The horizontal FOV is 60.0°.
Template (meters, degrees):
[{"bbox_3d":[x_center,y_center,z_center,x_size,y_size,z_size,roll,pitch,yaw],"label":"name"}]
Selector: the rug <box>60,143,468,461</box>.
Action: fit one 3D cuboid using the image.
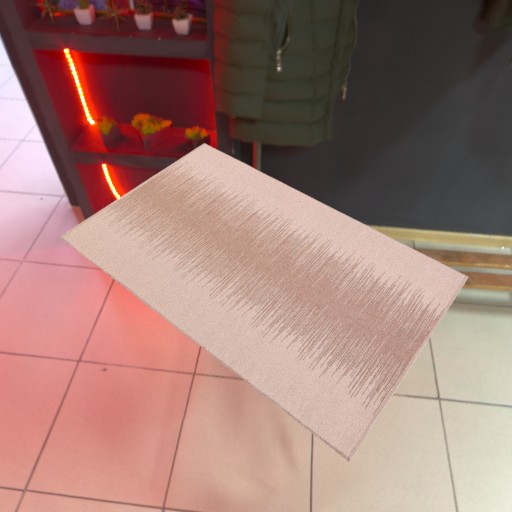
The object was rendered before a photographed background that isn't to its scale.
[{"bbox_3d":[0.000,0.000,3.090,2.440,0.012,1.522,31,56,25],"label":"rug"}]
